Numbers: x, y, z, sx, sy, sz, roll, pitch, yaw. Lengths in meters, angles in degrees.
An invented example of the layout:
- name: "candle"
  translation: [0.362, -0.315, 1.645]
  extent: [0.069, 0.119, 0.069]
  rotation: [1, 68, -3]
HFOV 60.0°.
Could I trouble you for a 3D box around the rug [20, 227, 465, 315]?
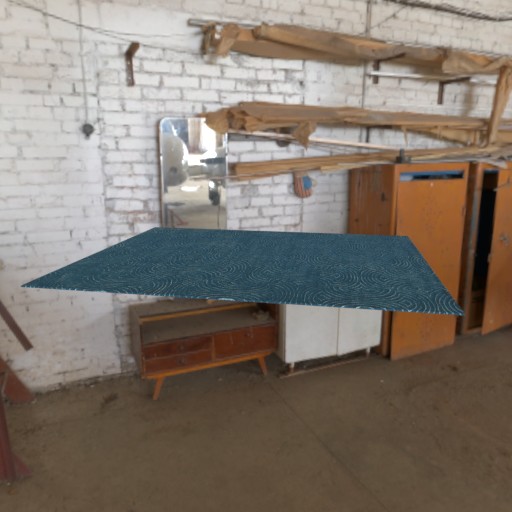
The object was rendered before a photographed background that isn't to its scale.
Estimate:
- name: "rug"
  translation: [0.000, 0.000, 4.111]
  extent: [3.033, 0.012, 2.432]
  rotation: [3, 14, 10]
